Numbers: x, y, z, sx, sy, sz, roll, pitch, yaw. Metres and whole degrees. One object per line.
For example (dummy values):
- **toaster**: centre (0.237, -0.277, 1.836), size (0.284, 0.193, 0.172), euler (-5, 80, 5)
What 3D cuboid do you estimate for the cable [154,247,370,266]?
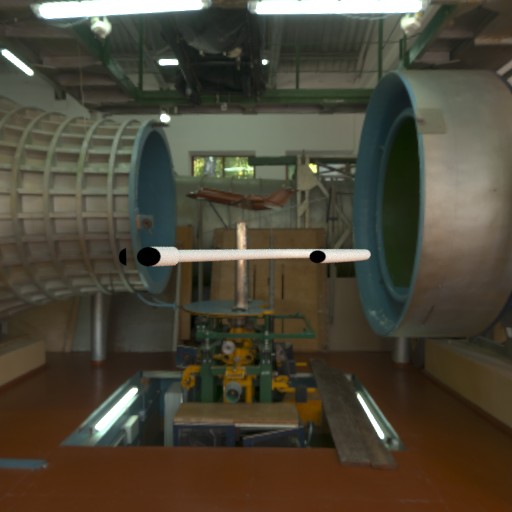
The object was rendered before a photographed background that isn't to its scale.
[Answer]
- **cable**: centre (0.000, 0.000, 0.108), size (0.041, 0.005, 0.098), euler (1, 1, 36)
